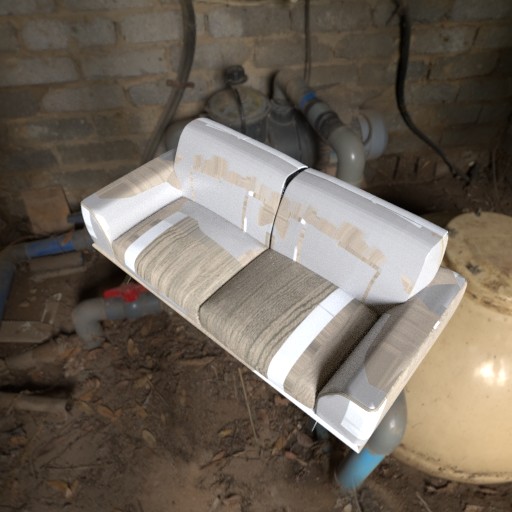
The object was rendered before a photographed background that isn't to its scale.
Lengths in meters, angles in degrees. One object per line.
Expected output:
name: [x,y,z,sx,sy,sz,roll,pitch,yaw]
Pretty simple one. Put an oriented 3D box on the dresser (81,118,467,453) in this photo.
dresser: [0.000,0.000,5.802,4.679,1.863,2.251,32,54,27]
